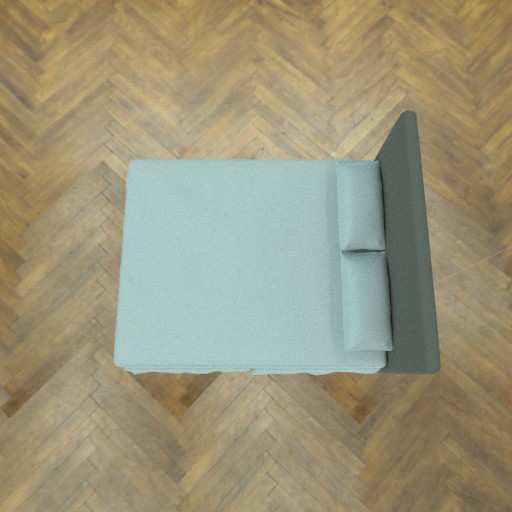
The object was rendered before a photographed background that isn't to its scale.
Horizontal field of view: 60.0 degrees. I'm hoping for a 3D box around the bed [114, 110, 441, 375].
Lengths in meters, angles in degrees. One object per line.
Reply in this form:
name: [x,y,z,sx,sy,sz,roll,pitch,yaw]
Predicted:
bed: [0.000,0.000,3.338,2.142,1.330,1.748,0,76,0]
